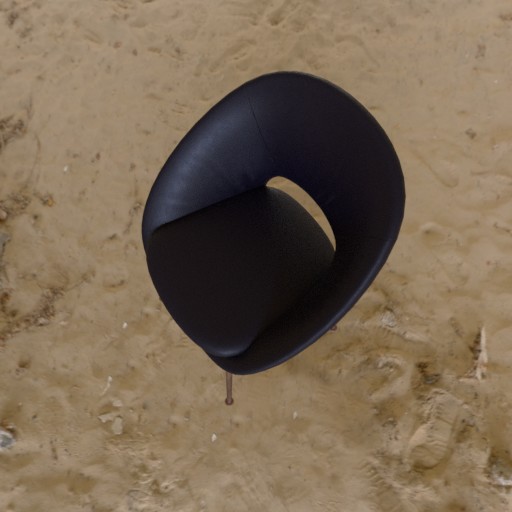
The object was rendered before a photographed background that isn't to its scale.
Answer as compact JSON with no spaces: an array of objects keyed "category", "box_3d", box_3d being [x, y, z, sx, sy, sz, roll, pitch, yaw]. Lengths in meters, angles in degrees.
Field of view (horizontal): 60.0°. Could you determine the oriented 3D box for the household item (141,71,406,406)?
[{"category":"household item","box_3d":[0.000,0.000,1.252,0.573,0.852,0.623,-32,69,-14]}]
